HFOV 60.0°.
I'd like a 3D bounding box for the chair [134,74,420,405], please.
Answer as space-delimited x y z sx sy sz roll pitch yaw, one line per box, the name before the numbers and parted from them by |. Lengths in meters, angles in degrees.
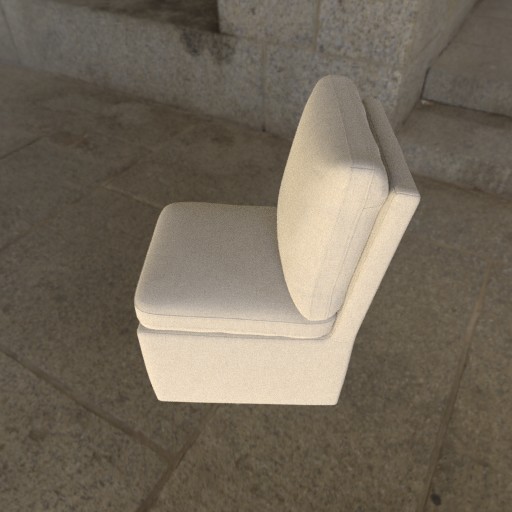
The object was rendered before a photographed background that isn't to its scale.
chair | 0.000 0.000 1.348 0.698 0.927 0.503 1 43 1
